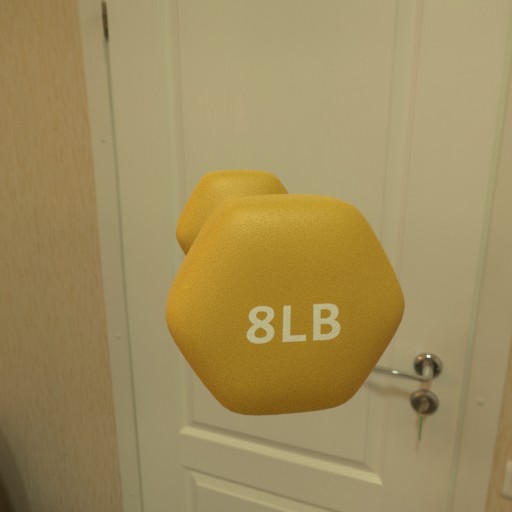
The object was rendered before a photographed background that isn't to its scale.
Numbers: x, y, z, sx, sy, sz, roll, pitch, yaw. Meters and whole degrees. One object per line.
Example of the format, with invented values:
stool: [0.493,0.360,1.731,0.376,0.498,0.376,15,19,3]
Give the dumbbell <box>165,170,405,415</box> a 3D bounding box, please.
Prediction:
dumbbell: [0.000,0.000,0.239,0.090,0.082,0.190,-2,15,-8]
